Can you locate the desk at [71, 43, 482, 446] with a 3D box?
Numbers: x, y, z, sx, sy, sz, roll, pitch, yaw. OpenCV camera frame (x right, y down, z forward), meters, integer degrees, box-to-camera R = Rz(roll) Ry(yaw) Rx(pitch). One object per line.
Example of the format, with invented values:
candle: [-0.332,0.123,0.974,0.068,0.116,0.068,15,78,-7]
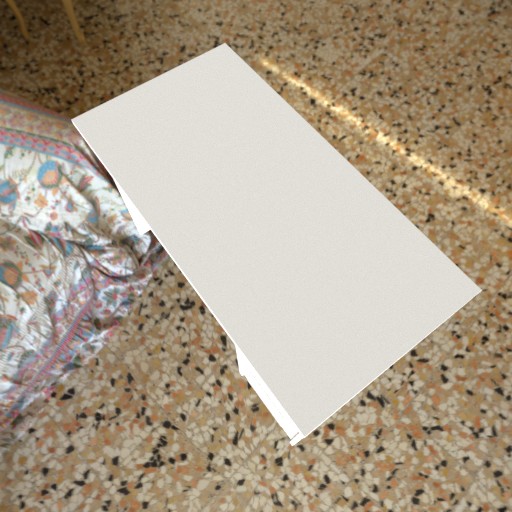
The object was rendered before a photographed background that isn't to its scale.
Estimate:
desk: [0.000,0.000,1.532,0.560,0.735,1.097,-34,68,-15]
